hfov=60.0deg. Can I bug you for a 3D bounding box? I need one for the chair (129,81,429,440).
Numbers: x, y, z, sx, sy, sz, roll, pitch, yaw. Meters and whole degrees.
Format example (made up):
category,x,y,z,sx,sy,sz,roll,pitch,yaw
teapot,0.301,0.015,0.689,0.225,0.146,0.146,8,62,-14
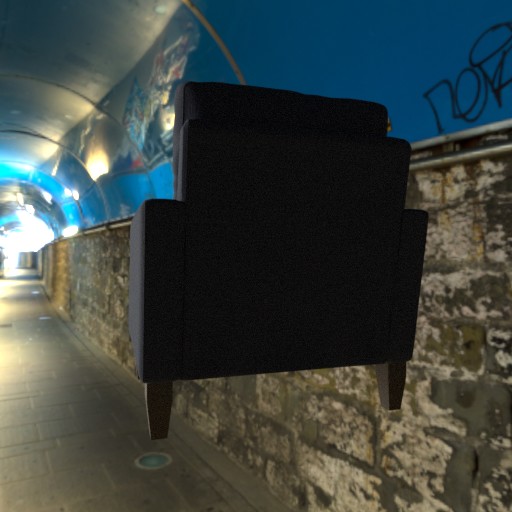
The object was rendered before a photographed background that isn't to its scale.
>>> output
category,x,y,z,sx,sy,sz,roll,pitch,yaw
chair,0.000,0.000,1.595,0.855,0.991,0.897,0,0,-18
